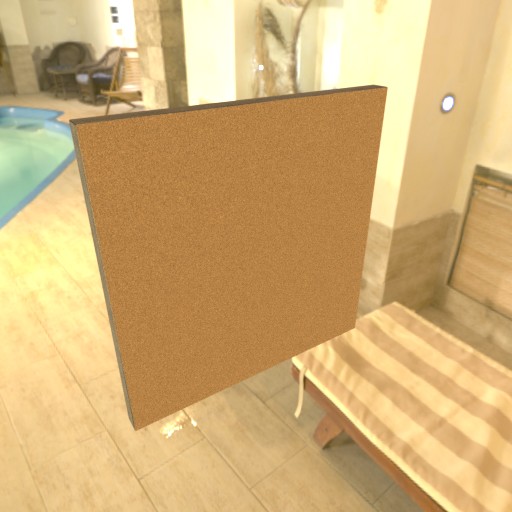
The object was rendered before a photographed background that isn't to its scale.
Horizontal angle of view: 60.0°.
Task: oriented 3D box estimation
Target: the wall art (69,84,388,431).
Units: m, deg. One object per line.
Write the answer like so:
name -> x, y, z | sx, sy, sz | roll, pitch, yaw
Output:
wall art -> 0.000, 0.000, 1.117 | 0.749, 0.751, 0.050 | -18, 34, -28
